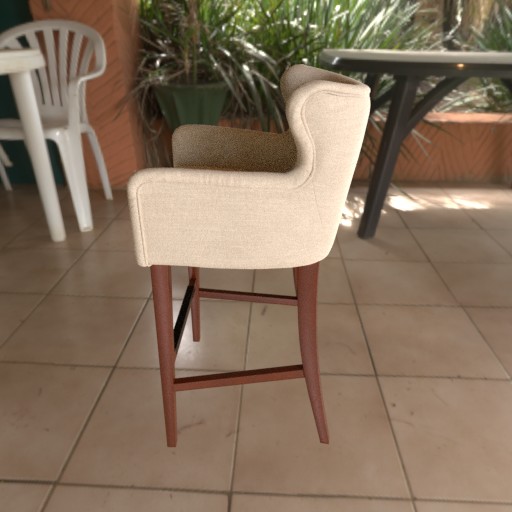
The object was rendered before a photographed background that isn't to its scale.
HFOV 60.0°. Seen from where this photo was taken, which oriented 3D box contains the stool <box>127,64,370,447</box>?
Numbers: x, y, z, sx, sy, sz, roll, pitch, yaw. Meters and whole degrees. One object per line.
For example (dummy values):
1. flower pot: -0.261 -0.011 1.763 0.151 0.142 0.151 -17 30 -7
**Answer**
1. stool: 0.000 0.000 1.333 0.563 1.034 0.556 1 27 1
